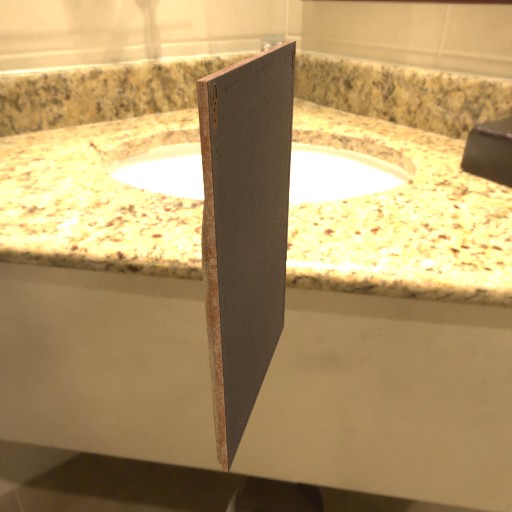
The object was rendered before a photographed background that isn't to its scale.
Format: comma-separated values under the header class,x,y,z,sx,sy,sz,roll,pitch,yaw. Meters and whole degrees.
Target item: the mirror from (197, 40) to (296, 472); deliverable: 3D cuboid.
class,x,y,z,sx,sy,sz,roll,pitch,yaw
mirror,0.000,0.000,0.945,0.058,0.787,0.495,9,32,14
